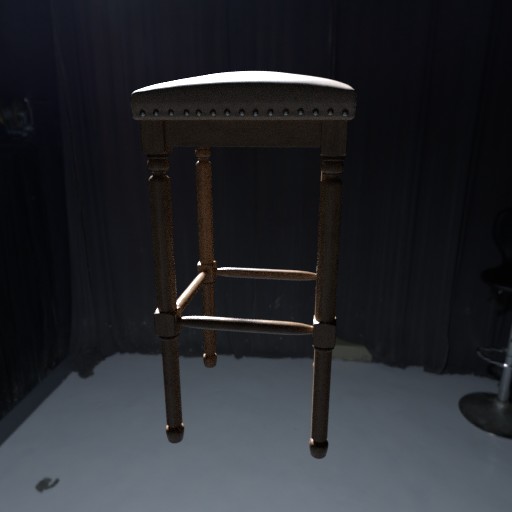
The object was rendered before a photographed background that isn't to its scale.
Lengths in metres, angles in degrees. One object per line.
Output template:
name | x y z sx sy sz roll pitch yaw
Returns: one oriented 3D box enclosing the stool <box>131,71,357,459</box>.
stool | 0.000 0.000 1.001 0.383 0.768 0.382 3 17 8
